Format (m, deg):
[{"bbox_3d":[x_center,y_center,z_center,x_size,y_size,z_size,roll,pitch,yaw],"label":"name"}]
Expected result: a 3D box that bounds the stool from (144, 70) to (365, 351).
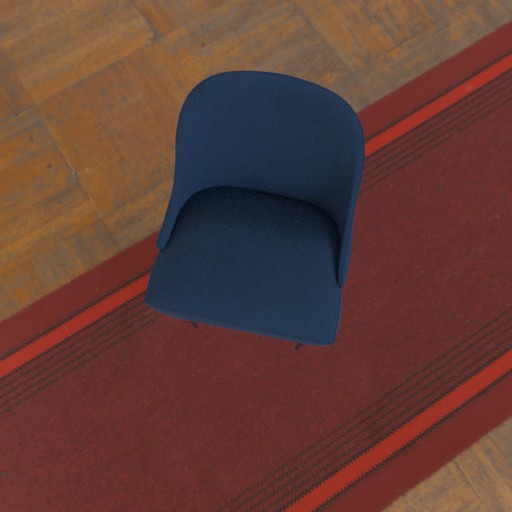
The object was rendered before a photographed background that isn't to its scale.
[{"bbox_3d":[0.000,0.000,1.359,0.527,1.079,0.489,12,75,3],"label":"stool"}]
